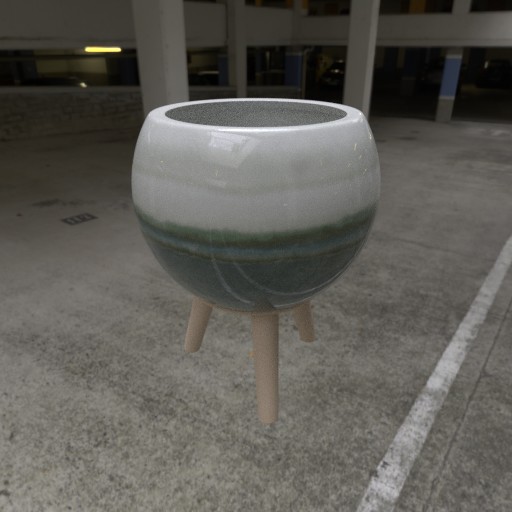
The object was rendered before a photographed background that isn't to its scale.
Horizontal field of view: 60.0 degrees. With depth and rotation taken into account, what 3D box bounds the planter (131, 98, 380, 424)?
[{"bbox_3d":[0.000,0.000,0.441,0.222,0.278,0.222,0,26,0],"label":"planter"}]
